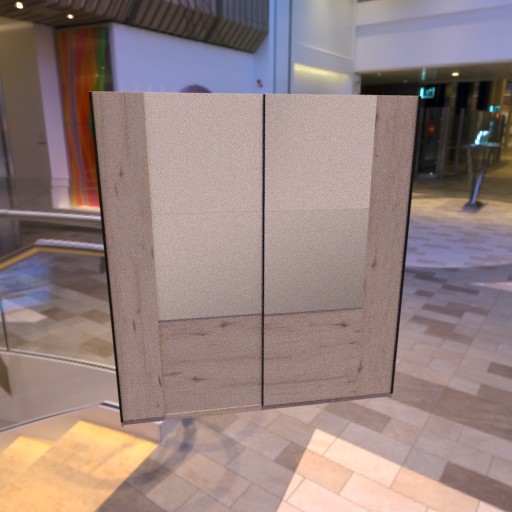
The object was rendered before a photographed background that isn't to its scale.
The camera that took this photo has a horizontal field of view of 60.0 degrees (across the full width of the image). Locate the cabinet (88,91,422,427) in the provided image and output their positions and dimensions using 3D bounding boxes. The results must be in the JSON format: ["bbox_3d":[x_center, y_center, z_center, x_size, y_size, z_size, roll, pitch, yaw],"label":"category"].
[{"bbox_3d":[0.000,0.000,3.231,2.000,2.180,0.660,-3,16,-10],"label":"cabinet"}]
